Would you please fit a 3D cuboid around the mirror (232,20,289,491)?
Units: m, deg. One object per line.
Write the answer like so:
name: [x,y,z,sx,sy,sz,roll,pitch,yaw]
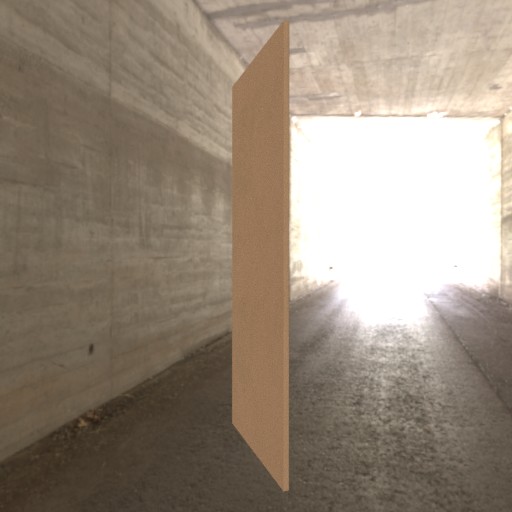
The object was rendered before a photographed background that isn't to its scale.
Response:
mirror: [0.000,0.000,2.299,0.026,2.031,0.812,0,0,-19]
